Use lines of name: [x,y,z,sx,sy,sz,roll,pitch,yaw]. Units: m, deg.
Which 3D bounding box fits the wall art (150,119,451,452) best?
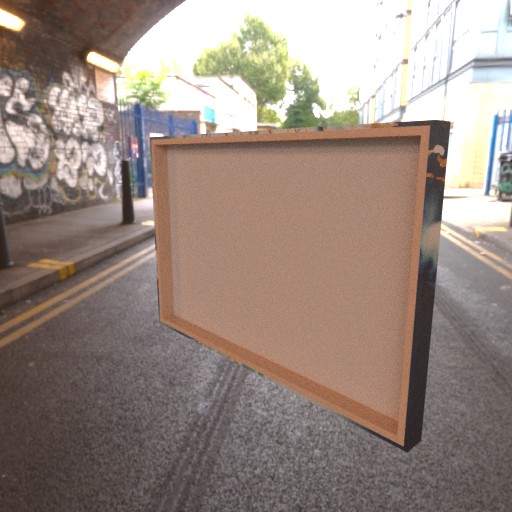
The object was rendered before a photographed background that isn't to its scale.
wall art: [0.000,0.000,0.748,0.036,0.405,0.607,-11,17,-41]
